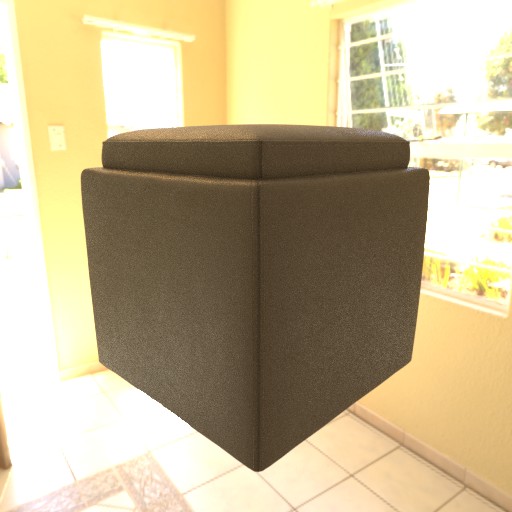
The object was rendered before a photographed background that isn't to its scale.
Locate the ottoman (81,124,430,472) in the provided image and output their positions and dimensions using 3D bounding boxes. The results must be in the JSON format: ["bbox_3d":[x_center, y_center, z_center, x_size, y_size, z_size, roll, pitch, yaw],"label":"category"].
[{"bbox_3d":[0.000,0.000,0.811,0.451,0.460,0.450,14,20,43],"label":"ottoman"}]
